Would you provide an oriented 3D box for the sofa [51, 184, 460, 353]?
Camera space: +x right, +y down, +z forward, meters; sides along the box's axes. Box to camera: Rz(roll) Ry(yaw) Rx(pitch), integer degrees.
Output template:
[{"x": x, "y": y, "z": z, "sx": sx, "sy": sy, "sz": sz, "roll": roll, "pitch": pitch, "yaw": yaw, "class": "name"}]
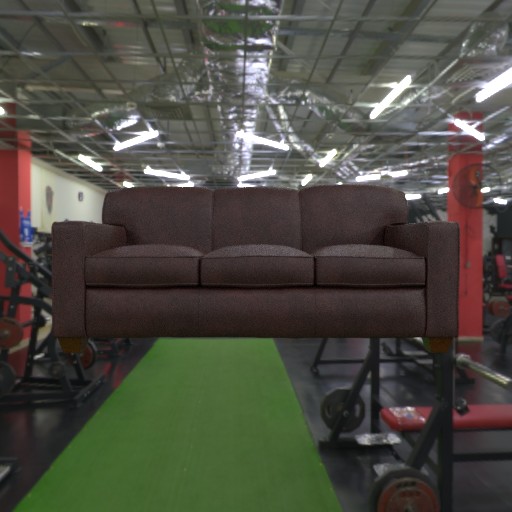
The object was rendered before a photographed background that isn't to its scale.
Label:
[{"x": 0.000, "y": 0.000, "z": 2.623, "sx": 2.039, "sy": 0.953, "sz": 1.008, "roll": 0, "pitch": 1, "yaw": 0, "class": "sofa"}]
